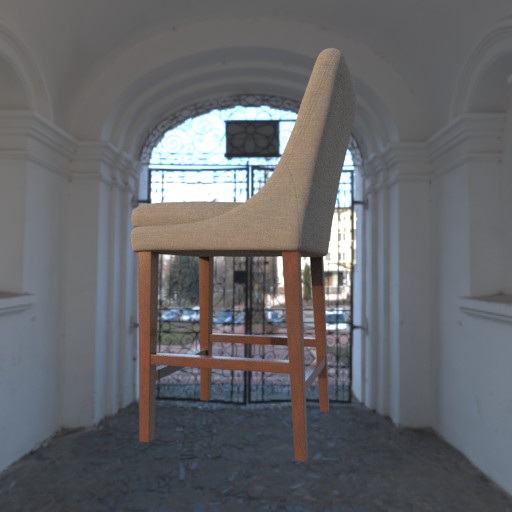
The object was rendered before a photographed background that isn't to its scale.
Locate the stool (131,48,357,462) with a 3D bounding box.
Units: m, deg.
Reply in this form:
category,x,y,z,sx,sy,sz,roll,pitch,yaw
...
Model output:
category,x,y,z,sx,sy,sz,roll,pitch,yaw
stool,0.000,0.000,1.302,0.577,0.981,0.470,-1,-2,17
